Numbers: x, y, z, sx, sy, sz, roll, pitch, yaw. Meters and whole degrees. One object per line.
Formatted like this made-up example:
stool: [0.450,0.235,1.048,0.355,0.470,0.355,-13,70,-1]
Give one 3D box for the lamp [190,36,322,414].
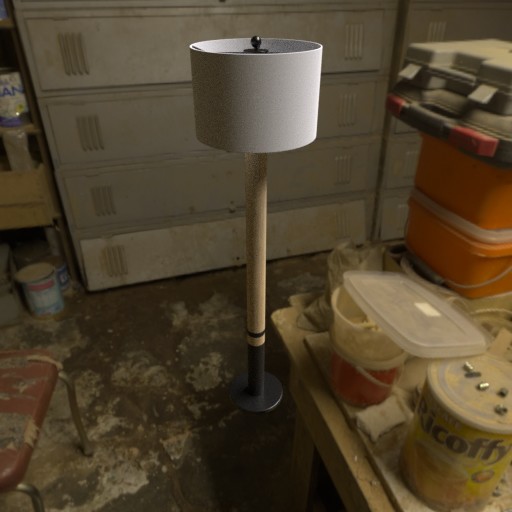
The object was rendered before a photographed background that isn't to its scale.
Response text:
lamp: [0.000,0.000,1.655,0.381,1.478,0.381,-8,33,-14]
